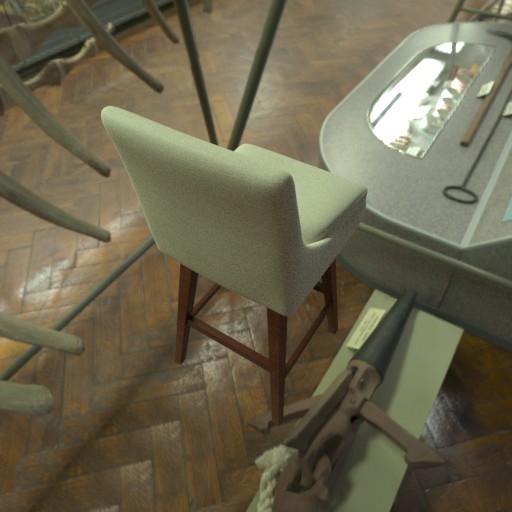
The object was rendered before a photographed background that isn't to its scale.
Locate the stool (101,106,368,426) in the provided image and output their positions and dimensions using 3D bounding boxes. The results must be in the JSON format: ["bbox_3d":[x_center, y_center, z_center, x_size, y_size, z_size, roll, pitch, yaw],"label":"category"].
[{"bbox_3d":[0.000,0.000,1.360,0.470,1.097,0.559,25,52,22],"label":"stool"}]
